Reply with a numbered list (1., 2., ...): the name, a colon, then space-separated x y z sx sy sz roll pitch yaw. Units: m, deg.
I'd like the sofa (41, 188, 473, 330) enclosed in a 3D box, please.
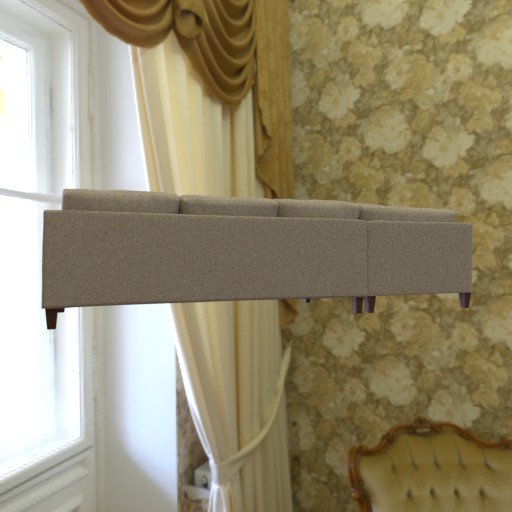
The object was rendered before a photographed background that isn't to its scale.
1. sofa: 0.000 0.000 3.804 3.186 0.846 1.625 0 0 -20
